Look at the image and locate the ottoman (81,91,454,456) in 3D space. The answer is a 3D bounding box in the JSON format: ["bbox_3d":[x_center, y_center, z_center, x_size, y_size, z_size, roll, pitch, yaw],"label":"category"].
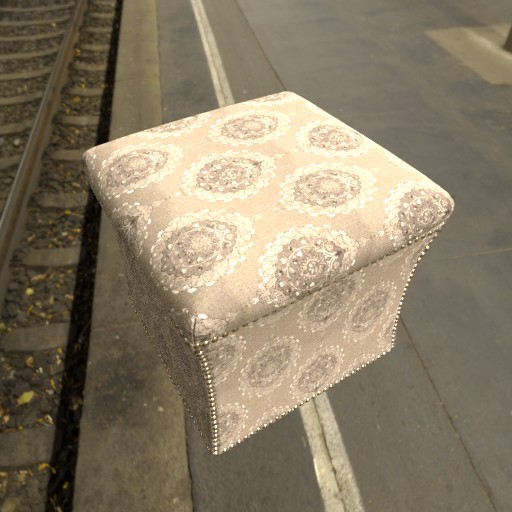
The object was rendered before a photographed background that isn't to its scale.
[{"bbox_3d":[0.000,0.000,0.919,0.507,0.473,0.497,-23,49,-22],"label":"ottoman"}]
